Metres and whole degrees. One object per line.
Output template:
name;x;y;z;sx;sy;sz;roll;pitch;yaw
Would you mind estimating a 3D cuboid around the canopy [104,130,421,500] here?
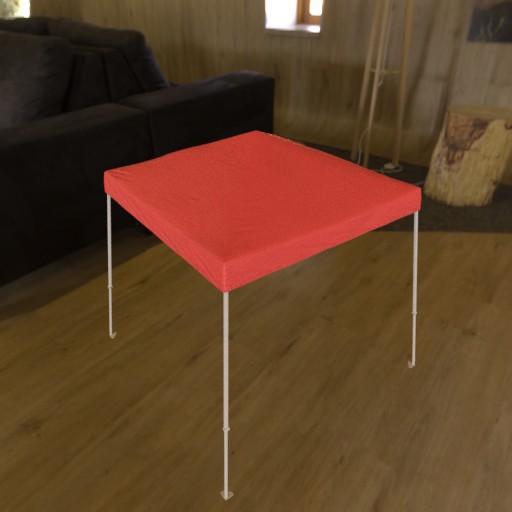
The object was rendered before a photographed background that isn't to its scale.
canopy;0.000;0.000;6.383;3.599;3.600;3.600;-21;37;-31
